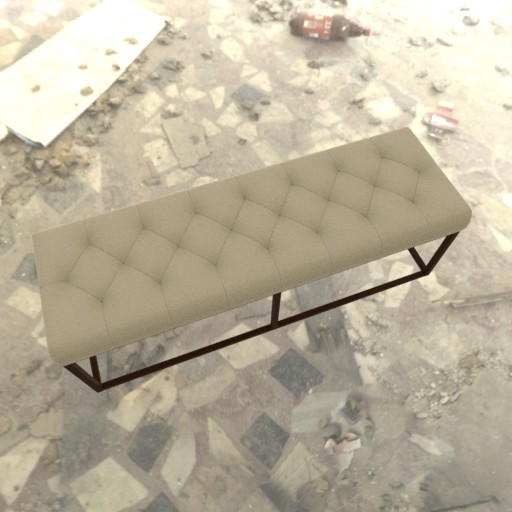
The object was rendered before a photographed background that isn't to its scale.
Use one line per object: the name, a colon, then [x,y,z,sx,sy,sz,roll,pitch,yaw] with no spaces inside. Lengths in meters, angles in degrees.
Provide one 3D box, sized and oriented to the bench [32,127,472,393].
bench: [0.000,0.000,1.720,1.488,0.488,0.479,-18,61,-10]
